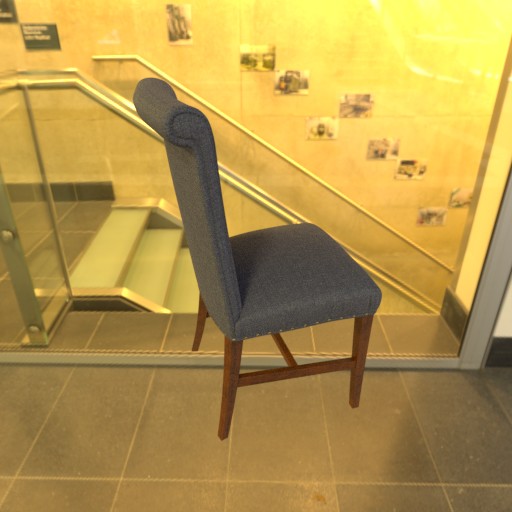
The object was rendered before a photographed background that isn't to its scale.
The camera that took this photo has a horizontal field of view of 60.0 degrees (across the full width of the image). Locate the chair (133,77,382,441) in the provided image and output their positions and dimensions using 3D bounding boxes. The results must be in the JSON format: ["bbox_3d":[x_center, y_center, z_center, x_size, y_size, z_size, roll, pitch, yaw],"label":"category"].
[{"bbox_3d":[0.000,0.000,1.356,0.608,0.988,0.513,-9,30,-16],"label":"chair"}]
